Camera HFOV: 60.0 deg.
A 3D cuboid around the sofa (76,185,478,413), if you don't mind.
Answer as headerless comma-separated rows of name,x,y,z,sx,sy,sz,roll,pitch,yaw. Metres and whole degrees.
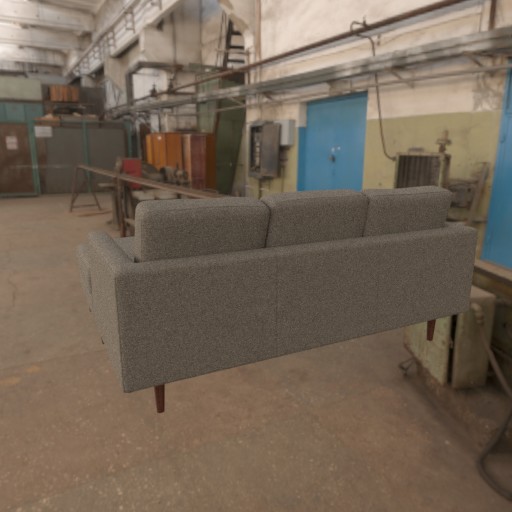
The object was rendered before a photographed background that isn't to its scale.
sofa,0.000,0.000,2.887,2.055,0.957,1.667,-7,16,-26
